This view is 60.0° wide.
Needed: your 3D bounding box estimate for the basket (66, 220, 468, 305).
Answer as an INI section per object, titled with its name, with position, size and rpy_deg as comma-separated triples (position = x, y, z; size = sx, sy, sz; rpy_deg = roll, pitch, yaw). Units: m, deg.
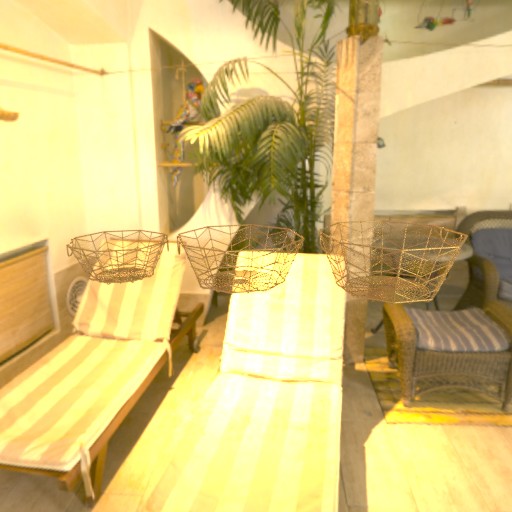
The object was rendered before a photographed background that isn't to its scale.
[basket]
position = 0.000, 0.000, 1.404
size = 1.245, 0.178, 0.432
rpy_deg = 2, 15, 9
